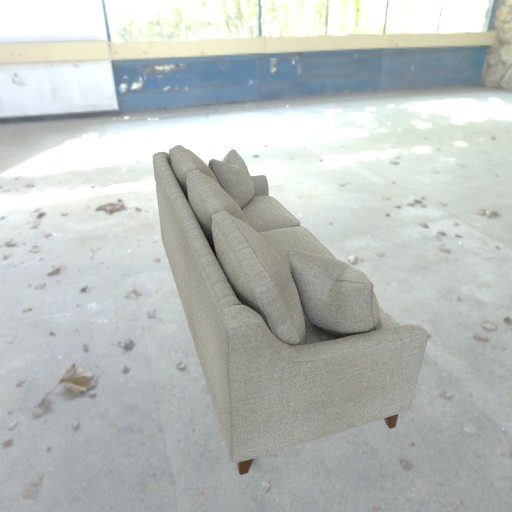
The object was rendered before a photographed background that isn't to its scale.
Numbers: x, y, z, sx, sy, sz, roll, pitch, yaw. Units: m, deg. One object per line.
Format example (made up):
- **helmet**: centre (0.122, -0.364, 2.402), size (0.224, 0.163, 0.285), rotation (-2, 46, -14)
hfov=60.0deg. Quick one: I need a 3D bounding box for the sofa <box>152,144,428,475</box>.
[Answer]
- **sofa**: centre (0.000, 0.000, 2.523), size (0.865, 0.914, 2.031), rotation (-9, 31, -16)
